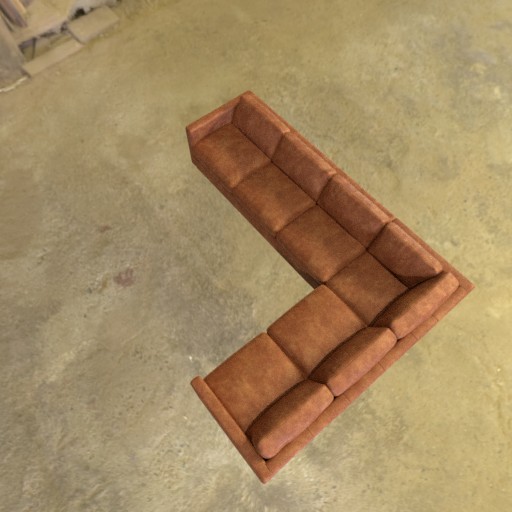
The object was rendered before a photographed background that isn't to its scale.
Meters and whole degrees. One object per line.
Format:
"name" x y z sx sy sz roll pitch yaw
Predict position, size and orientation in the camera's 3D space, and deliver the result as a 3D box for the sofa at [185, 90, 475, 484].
"sofa" 0.000 0.000 4.325 2.438 0.838 3.167 -36 68 -17
